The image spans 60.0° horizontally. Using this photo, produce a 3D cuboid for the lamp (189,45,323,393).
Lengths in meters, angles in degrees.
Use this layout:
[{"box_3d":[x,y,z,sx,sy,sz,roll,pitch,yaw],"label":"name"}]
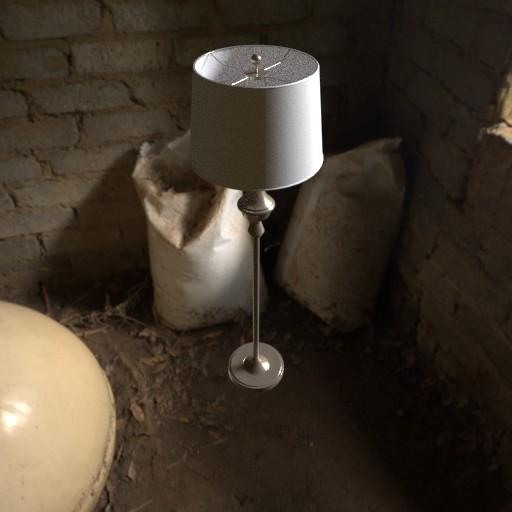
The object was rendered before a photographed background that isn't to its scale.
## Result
[{"box_3d":[0.000,0.000,1.718,0.431,1.488,0.431,0,41,0],"label":"lamp"}]
